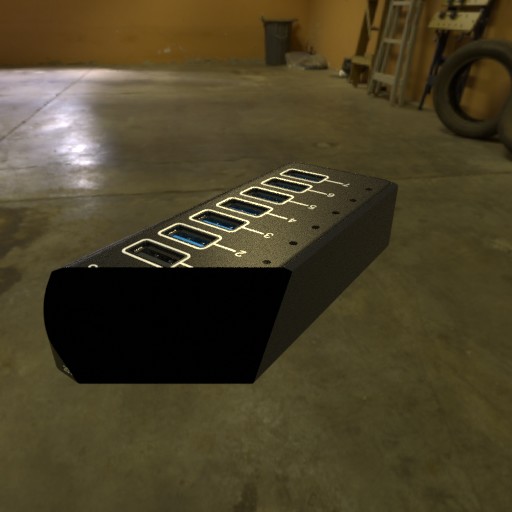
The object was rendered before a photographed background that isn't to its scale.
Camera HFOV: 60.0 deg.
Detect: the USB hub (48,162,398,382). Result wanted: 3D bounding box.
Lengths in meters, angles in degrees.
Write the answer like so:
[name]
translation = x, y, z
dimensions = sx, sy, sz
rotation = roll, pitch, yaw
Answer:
[USB hub]
translation = 0.000, 0.000, 0.128
dimensions = 0.044, 0.023, 0.110
rotation = 19, 34, 31
